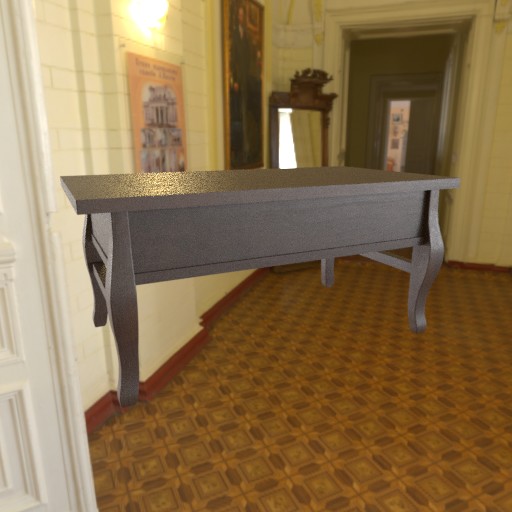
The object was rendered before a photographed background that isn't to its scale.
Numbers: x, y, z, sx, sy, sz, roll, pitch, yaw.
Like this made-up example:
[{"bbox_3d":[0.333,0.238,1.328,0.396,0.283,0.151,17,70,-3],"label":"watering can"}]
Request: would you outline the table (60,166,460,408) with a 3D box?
[{"bbox_3d":[0.000,0.000,1.403,1.062,0.494,0.600,-7,17,-25],"label":"table"}]
